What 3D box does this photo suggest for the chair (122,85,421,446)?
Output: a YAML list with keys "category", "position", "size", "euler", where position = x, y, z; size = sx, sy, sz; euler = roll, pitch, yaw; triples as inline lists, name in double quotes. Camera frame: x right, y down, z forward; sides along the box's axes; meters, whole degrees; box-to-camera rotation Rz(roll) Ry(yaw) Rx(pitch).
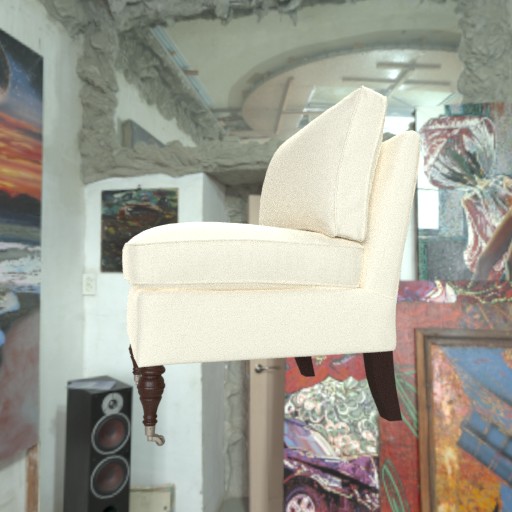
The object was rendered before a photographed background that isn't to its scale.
- category: "chair"
  position: [0.000, 0.000, 1.365]
  size: [0.781, 0.887, 0.630]
  euler: [1, -2, -18]
